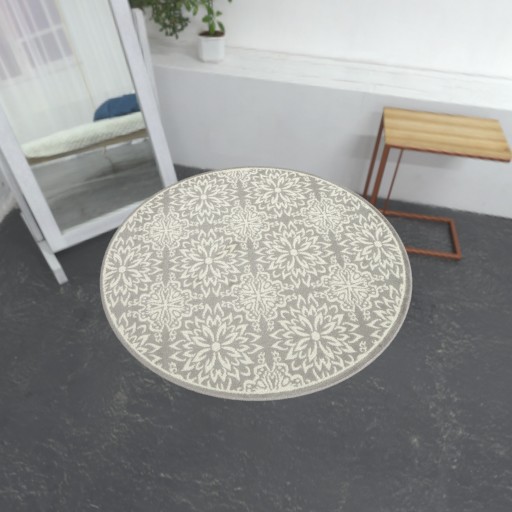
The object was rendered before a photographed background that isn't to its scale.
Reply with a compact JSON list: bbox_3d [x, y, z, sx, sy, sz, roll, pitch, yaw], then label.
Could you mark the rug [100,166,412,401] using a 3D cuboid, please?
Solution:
[{"bbox_3d":[0.000,0.000,2.324,1.593,0.012,1.593,0,47,0],"label":"rug"}]
